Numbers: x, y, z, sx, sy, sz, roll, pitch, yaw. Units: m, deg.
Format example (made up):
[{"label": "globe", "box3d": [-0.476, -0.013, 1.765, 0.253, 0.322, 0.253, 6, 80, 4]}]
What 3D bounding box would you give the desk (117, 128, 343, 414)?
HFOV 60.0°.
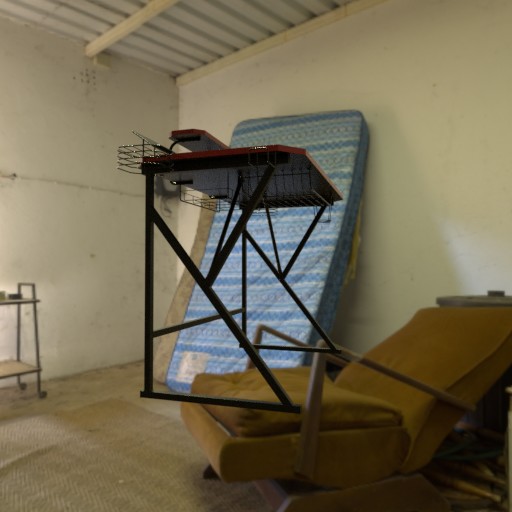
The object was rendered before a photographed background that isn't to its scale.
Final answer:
[{"label": "desk", "box3d": [0.000, 0.000, 1.775, 0.588, 0.913, 1.280, 0, -2, 18]}]
